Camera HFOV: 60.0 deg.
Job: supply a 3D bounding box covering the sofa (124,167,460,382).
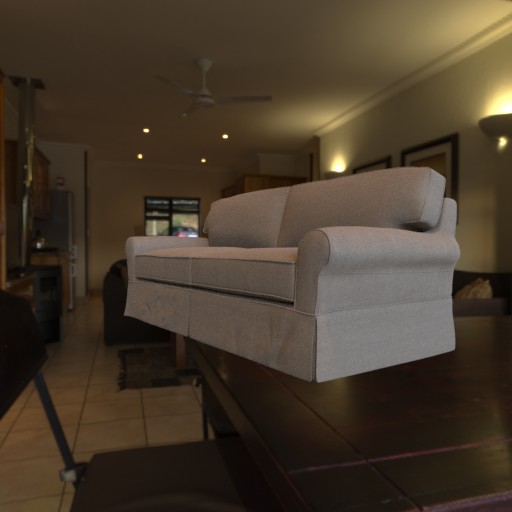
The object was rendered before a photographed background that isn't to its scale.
[{"bbox_3d":[0.000,0.000,2.813,0.991,0.943,2.248,-1,2,-36],"label":"sofa"}]
